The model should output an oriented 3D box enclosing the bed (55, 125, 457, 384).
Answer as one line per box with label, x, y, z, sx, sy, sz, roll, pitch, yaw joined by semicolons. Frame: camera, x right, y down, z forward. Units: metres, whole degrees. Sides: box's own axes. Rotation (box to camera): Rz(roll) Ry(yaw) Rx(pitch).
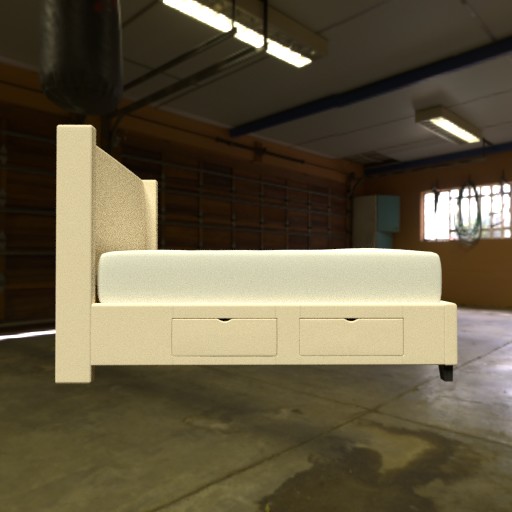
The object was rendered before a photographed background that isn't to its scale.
bed;0.000;0.000;3.391;2.280;1.471;1.765;0;-1;-1
